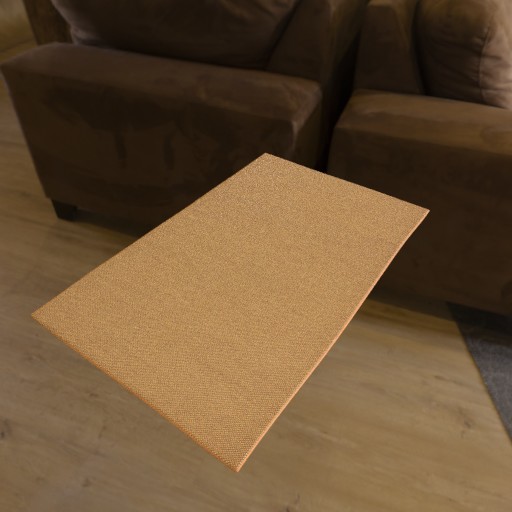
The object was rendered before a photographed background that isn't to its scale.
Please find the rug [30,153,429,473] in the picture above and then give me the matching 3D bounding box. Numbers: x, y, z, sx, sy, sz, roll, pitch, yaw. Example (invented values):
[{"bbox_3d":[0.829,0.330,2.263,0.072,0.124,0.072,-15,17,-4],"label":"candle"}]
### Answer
[{"bbox_3d":[0.000,0.000,2.078,1.078,0.013,1.678,26,47,26],"label":"rug"}]
